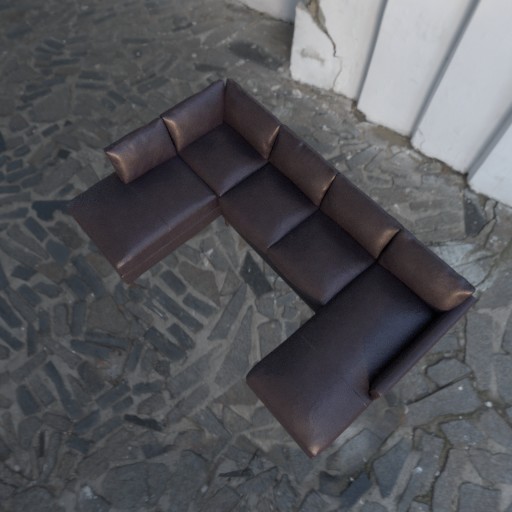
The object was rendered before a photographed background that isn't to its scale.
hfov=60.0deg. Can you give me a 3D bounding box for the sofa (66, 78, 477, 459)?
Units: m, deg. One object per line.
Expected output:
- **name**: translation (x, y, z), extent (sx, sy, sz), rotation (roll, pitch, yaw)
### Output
- **sofa**: translation (0.000, 0.000, 3.759), extent (1.939, 0.900, 2.956), rotation (-38, 70, -16)
